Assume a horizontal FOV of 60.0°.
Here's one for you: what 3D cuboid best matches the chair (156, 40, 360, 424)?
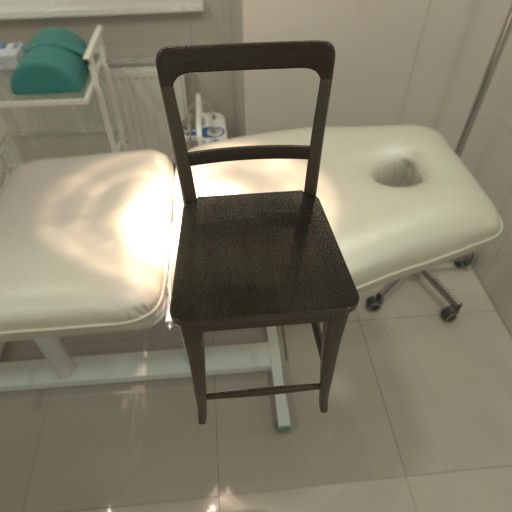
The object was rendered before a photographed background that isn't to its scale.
[{"bbox_3d":[0.000,0.000,1.270,0.450,0.991,0.546,-4,47,-4],"label":"chair"}]
